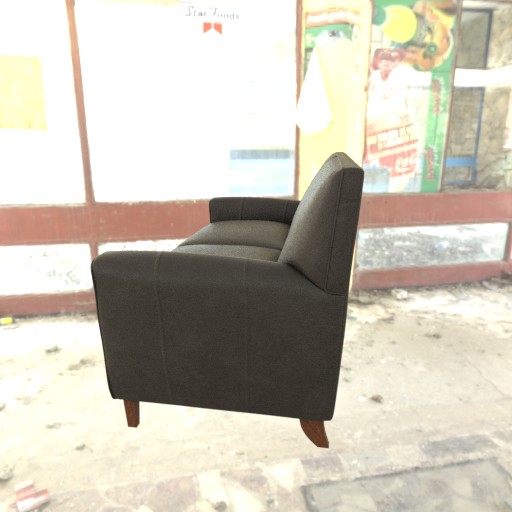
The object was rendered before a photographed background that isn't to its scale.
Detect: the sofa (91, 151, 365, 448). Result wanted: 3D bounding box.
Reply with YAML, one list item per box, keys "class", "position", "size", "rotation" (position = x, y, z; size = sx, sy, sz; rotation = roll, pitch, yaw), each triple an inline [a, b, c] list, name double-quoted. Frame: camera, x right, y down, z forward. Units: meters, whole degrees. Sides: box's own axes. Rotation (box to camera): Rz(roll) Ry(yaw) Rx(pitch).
- class: "sofa"
  position: [0.000, 0.000, 1.963]
  size: [0.787, 0.871, 1.473]
  rotation: [2, 15, 9]
